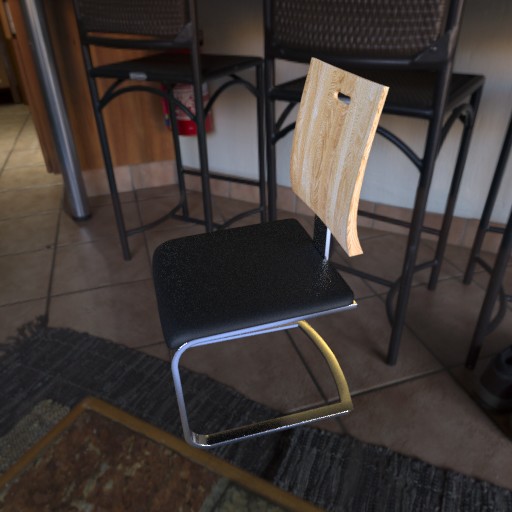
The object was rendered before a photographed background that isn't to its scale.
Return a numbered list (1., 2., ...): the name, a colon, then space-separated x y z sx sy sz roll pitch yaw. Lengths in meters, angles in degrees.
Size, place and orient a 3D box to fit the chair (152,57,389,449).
1. chair: 0.000 0.000 1.216 0.560 0.936 0.462 -9 33 -13
